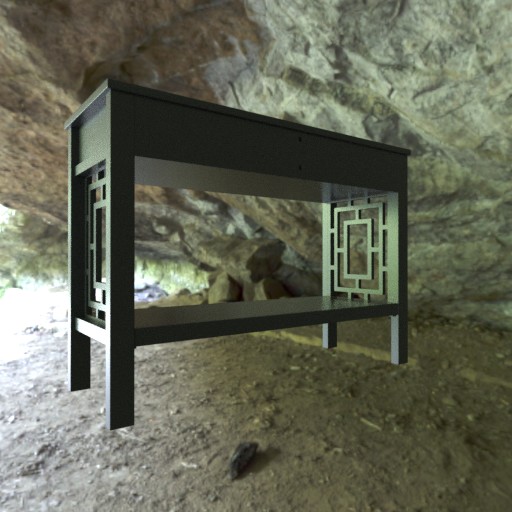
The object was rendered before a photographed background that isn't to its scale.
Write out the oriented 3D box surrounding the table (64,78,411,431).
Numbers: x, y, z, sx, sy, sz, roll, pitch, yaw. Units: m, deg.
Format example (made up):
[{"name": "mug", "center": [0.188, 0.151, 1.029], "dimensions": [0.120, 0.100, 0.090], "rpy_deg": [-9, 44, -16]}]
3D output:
[{"name": "table", "center": [0.000, 0.000, 1.414], "dimensions": [1.068, 0.753, 0.397], "rpy_deg": [0, 0, -36]}]
